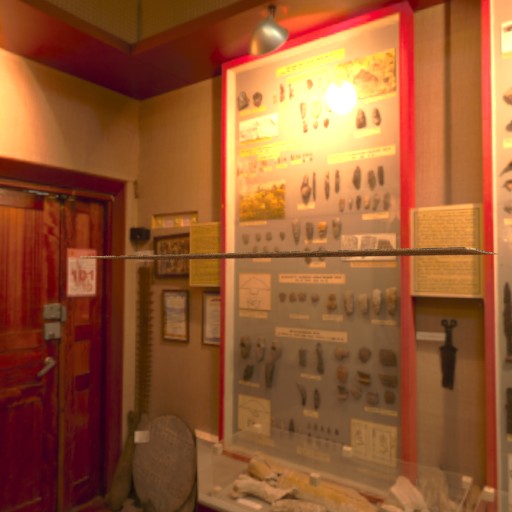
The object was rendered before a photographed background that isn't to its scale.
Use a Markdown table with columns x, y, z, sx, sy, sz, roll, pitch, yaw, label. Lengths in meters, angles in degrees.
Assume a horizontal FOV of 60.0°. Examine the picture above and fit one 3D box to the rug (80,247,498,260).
| x | y | z | sx | sy | sz | roll | pitch | yaw | label |
| --- | --- | --- | --- | --- | --- | --- | --- | --- | --- |
| 0.000 | 0.000 | 2.613 | 2.446 | 0.011 | 0.768 | -1 | -2 | 37 | rug |
